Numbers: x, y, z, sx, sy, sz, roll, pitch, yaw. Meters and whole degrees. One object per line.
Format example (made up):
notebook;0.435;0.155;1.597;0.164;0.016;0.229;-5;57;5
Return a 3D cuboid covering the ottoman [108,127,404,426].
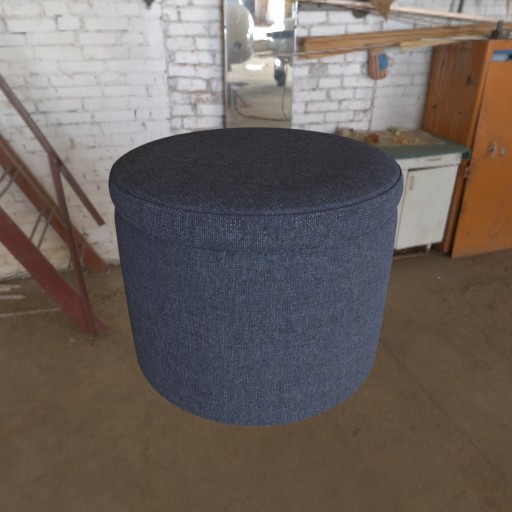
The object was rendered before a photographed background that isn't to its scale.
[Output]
ottoman;0.000;0.000;0.892;0.520;0.430;0.520;0;28;0
